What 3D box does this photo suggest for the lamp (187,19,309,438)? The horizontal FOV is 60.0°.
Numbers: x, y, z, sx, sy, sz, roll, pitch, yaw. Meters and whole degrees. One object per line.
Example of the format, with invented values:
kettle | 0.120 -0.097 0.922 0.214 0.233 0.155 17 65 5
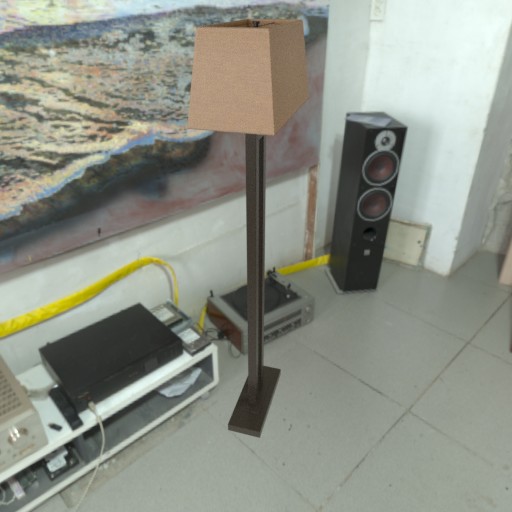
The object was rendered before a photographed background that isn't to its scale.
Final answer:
lamp | 0.000 0.000 1.567 0.233 1.469 0.475 8 32 14
